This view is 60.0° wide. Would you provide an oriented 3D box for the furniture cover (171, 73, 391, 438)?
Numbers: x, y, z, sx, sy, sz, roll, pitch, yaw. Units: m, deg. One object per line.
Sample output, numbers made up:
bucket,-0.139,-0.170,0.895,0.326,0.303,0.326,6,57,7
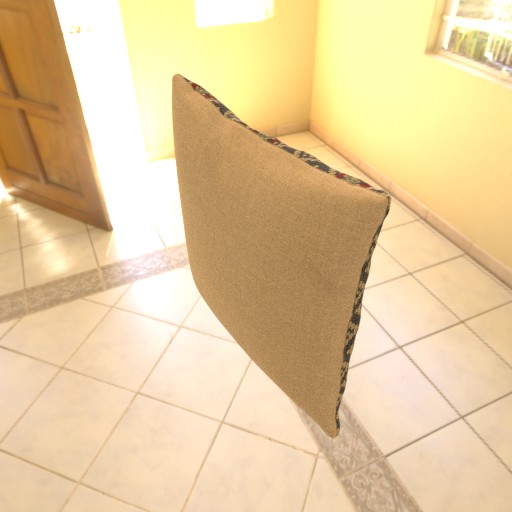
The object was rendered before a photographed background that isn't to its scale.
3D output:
furniture cover,0.000,0.000,0.674,0.139,0.431,0.431,-24,46,-26
